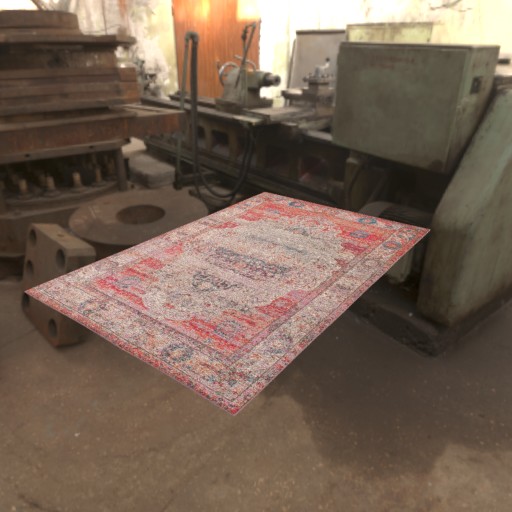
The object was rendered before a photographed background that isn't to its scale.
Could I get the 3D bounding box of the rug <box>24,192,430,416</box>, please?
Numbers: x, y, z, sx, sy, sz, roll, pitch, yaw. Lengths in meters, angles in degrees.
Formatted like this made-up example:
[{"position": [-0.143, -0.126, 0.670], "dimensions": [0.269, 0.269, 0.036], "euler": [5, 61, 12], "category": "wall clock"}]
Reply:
[{"position": [0.000, 0.000, 2.306], "dimensions": [1.219, 0.006, 1.829], "euler": [18, 31, 33], "category": "rug"}]
